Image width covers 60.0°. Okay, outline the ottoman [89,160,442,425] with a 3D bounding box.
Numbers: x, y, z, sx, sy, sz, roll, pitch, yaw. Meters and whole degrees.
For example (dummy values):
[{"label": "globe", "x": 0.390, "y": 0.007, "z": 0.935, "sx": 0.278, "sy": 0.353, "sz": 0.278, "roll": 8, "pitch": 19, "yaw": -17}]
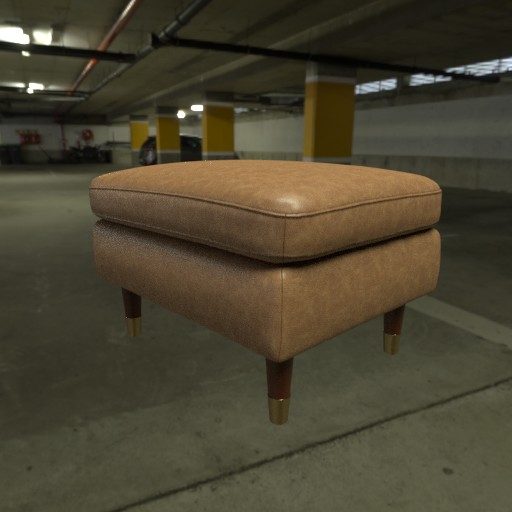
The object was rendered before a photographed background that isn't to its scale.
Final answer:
[{"label": "ottoman", "x": 0.000, "y": 0.000, "z": 1.132, "sx": 0.593, "sy": 0.478, "sz": 0.747, "roll": -13, "pitch": 19, "yaw": -42}]
